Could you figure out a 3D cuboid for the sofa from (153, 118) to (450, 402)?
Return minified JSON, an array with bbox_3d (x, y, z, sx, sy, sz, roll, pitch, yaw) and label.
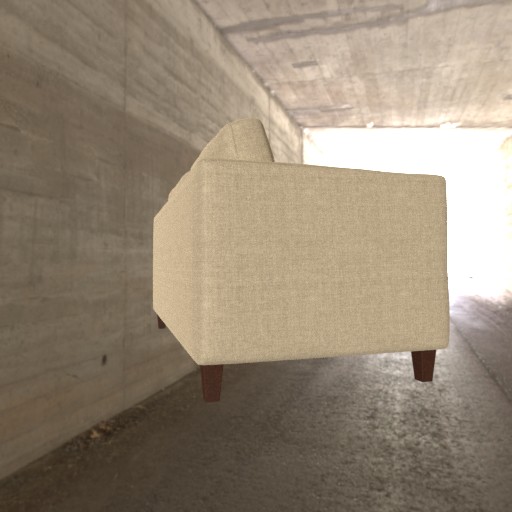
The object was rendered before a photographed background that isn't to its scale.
[{"bbox_3d":[0.000,0.000,2.356,0.950,0.963,1.884,0,-1,-17],"label":"sofa"}]
